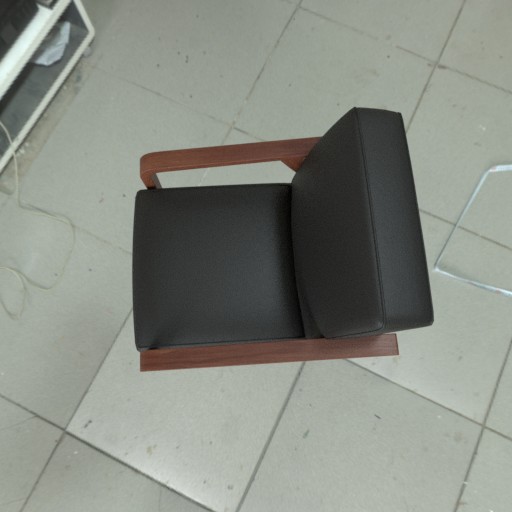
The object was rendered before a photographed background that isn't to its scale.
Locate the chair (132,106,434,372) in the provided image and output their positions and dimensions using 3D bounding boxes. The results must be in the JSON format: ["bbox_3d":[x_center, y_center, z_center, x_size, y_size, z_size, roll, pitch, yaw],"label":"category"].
[{"bbox_3d":[0.000,0.000,1.515,0.889,0.861,0.719,-4,76,-1],"label":"chair"}]
